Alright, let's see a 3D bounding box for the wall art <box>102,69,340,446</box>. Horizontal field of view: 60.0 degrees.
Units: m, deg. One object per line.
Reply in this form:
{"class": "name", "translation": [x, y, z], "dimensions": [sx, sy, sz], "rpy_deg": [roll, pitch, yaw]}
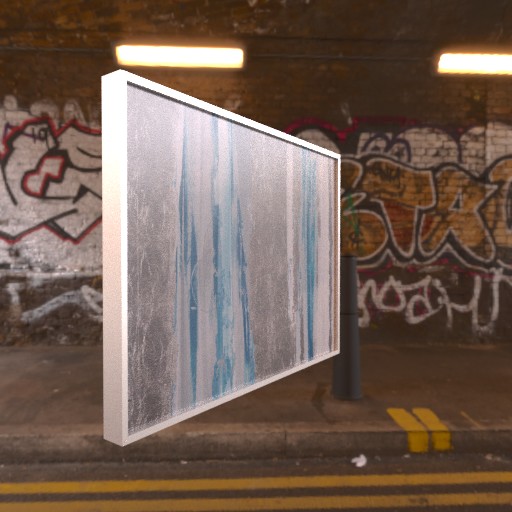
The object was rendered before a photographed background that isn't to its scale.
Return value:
{"class": "wall art", "translation": [0.000, 0.000, 1.387], "dimensions": [0.066, 0.801, 1.056], "rpy_deg": [1, 1, 36]}
